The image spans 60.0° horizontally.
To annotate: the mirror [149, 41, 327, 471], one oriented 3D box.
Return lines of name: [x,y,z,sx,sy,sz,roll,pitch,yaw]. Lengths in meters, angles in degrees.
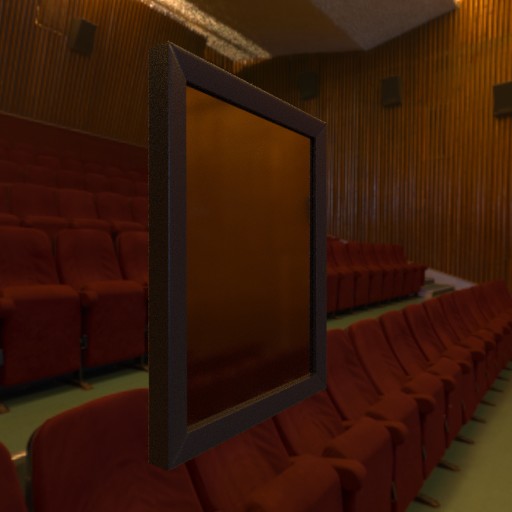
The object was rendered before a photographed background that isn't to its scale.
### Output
mirror: [0.000,0.000,0.698,0.041,0.508,0.405,0,0,36]
